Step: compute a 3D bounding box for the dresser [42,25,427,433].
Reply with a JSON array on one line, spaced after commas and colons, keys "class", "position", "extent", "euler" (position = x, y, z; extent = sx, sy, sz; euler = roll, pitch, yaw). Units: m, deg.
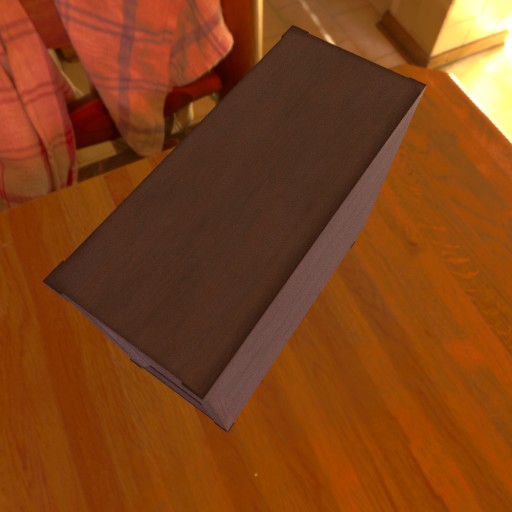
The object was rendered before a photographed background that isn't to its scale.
[{"class": "dresser", "position": [0.000, 0.000, 1.572], "extent": [0.463, 0.986, 1.049], "euler": [32, 68, 15]}]
